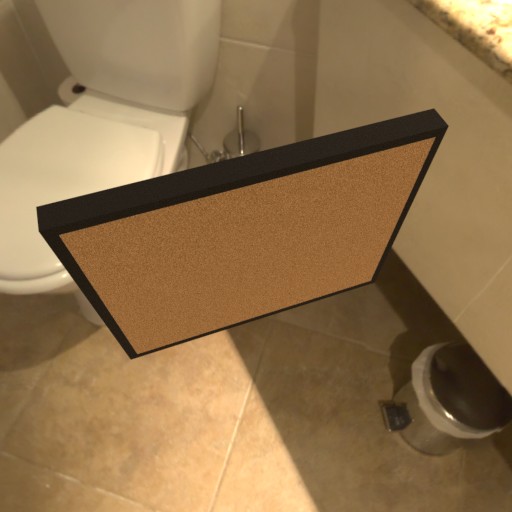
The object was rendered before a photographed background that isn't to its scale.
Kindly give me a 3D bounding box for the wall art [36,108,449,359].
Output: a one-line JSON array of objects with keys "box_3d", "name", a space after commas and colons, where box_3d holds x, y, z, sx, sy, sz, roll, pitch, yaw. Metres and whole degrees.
[{"box_3d": [0.000, 0.000, 0.552, 0.397, 0.325, 0.028, -16, 59, -10], "name": "wall art"}]
